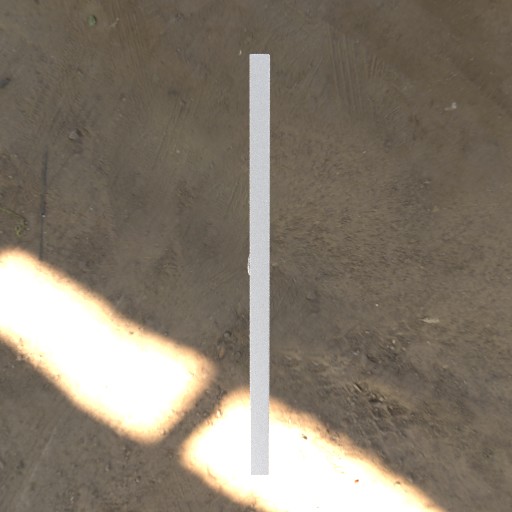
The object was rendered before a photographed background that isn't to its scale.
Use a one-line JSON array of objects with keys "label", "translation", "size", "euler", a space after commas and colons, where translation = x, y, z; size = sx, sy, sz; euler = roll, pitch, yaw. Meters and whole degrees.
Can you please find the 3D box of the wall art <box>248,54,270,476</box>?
[{"label": "wall art", "translation": [0.000, 0.000, 1.370], "size": [0.042, 1.056, 0.805], "euler": [0, 93, -1]}]
